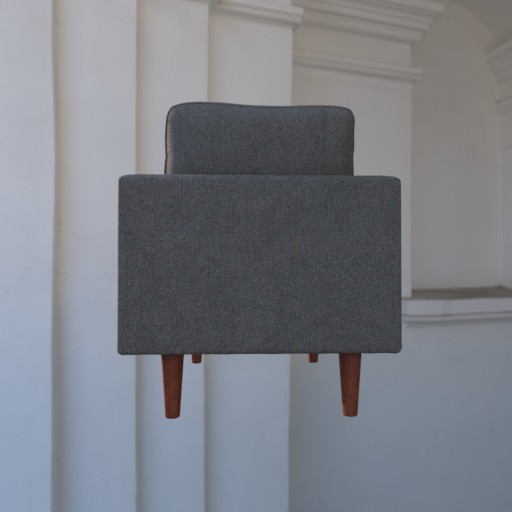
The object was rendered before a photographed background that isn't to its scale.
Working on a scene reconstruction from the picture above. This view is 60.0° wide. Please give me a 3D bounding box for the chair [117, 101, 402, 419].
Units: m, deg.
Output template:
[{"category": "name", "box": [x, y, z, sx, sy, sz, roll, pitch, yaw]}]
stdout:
[{"category": "chair", "box": [0.000, 0.000, 1.699, 0.858, 0.957, 0.899, 0, -1, -2]}]
